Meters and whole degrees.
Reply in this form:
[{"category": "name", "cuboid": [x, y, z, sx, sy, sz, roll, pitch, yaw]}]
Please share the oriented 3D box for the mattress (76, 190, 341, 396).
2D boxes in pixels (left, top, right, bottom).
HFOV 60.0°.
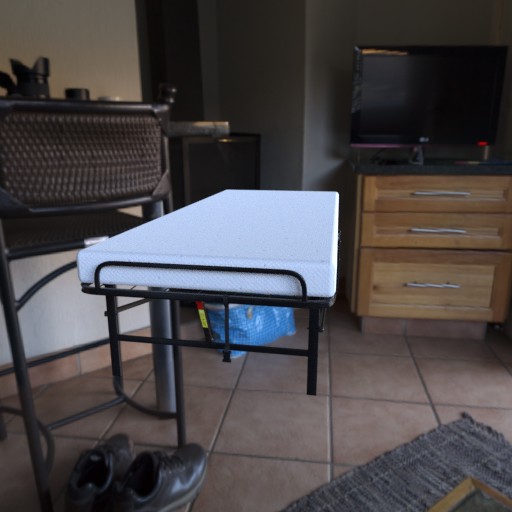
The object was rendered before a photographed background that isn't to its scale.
[{"category": "mattress", "cuboid": [0.000, 0.000, 2.488, 0.922, 0.519, 2.153, 3, 15, 10]}]
